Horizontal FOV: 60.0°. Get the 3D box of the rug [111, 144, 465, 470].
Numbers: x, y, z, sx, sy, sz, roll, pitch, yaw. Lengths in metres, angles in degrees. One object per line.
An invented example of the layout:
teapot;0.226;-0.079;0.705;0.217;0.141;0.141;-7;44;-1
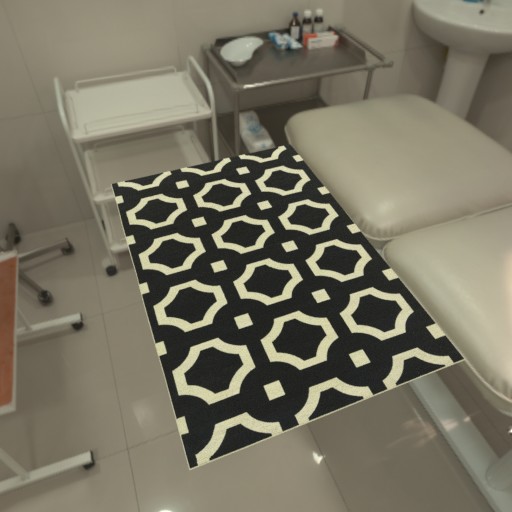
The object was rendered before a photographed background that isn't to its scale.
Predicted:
rug;0.000;0.000;2.950;1.555;0.016;2.286;-16;48;-15
